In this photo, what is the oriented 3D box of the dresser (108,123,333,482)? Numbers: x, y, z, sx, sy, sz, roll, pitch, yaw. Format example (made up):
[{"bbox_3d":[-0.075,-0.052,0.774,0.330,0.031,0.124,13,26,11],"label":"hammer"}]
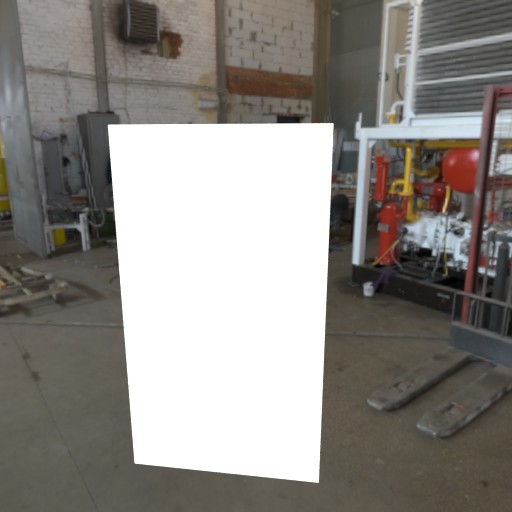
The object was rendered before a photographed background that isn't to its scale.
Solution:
[{"bbox_3d":[0.000,0.000,1.513,0.460,0.820,1.100,2,14,8],"label":"dresser"}]
